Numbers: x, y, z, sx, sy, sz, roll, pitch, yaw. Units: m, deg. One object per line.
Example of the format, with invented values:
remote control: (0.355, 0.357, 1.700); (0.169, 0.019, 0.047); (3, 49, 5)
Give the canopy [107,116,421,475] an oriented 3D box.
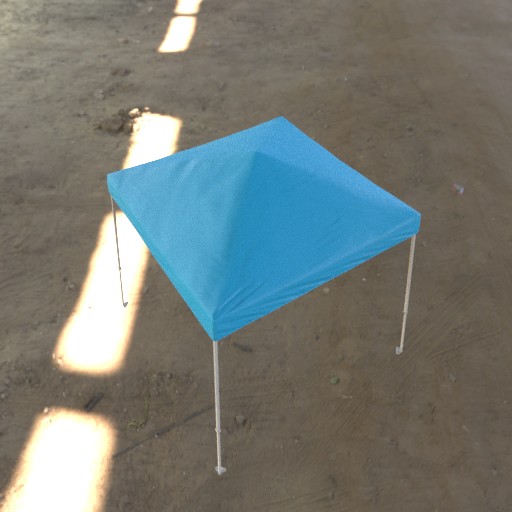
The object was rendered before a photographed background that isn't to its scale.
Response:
canopy: (0.000, 0.000, 6.606); (3.600, 3.600, 3.599); (-25, 51, -23)
